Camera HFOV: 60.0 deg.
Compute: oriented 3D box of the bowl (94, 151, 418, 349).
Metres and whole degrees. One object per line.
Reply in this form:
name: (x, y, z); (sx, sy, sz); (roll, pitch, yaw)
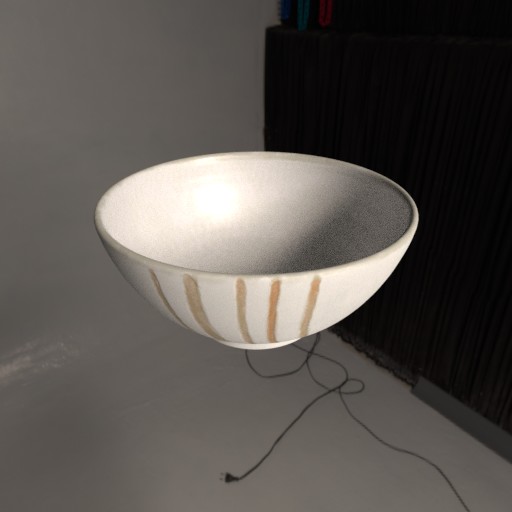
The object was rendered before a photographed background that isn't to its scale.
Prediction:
bowl: (0.000, 0.000, 0.412); (0.268, 0.121, 0.268); (0, 29, 0)
